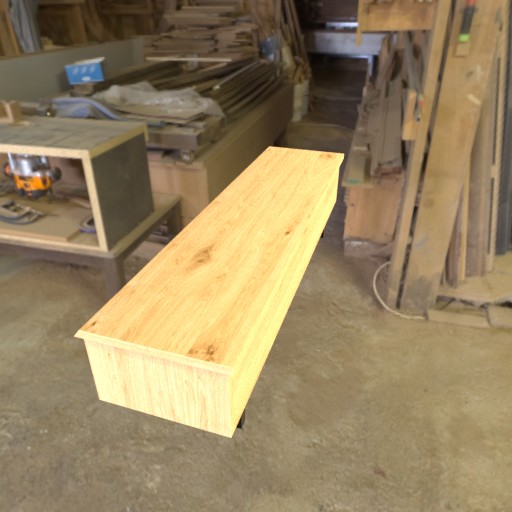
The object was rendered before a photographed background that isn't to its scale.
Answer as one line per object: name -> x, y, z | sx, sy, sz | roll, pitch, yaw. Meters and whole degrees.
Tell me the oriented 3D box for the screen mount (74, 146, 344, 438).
screen mount -> 0.000, 0.000, 1.900 | 0.450, 0.430, 1.700 | 10, 32, 16
